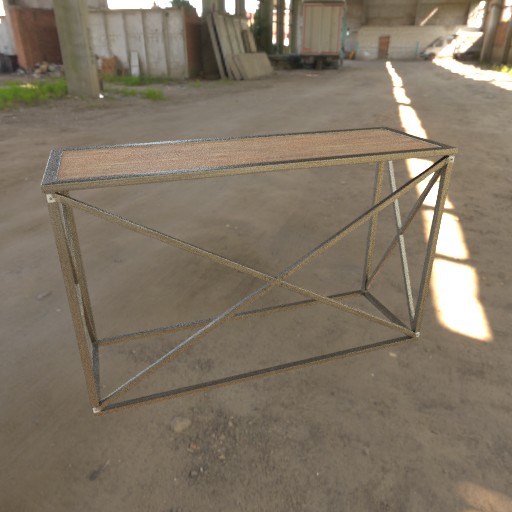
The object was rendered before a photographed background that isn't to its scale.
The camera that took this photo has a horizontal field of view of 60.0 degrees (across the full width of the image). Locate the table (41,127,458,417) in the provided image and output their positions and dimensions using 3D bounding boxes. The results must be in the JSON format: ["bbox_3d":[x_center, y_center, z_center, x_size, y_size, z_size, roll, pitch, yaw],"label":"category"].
[{"bbox_3d":[0.000,0.000,1.561,1.216,0.753,0.402,-9,27,-17],"label":"table"}]
